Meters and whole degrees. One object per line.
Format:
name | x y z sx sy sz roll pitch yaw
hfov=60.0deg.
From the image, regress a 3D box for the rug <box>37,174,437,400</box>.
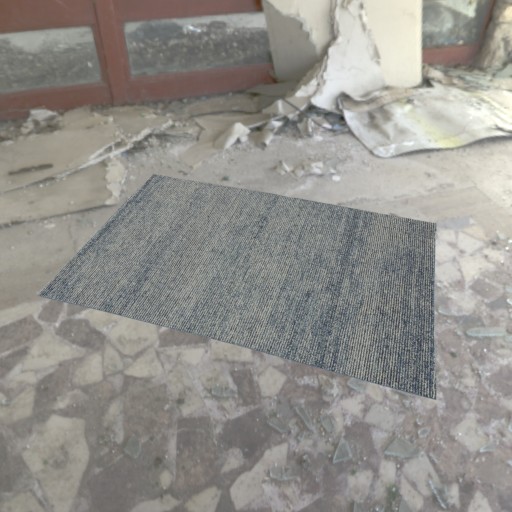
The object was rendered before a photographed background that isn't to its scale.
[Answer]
rug | 0.000 0.000 2.262 1.777 0.021 1.145 12 42 13
